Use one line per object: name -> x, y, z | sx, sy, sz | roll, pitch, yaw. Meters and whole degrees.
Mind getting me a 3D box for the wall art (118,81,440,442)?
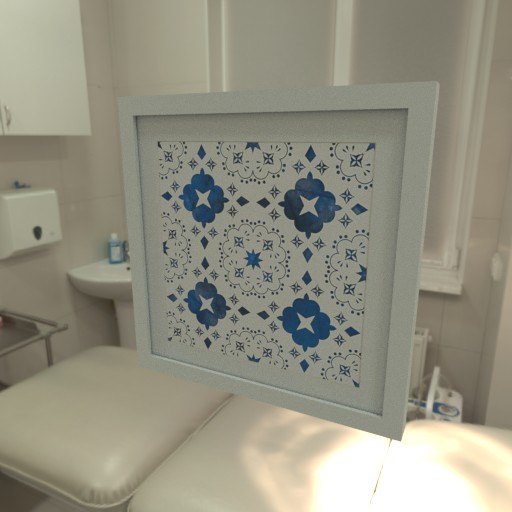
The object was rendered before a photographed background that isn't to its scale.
wall art -> 0.000, 0.000, 0.508 | 0.355, 0.355, 0.027 | 7, 17, 26
